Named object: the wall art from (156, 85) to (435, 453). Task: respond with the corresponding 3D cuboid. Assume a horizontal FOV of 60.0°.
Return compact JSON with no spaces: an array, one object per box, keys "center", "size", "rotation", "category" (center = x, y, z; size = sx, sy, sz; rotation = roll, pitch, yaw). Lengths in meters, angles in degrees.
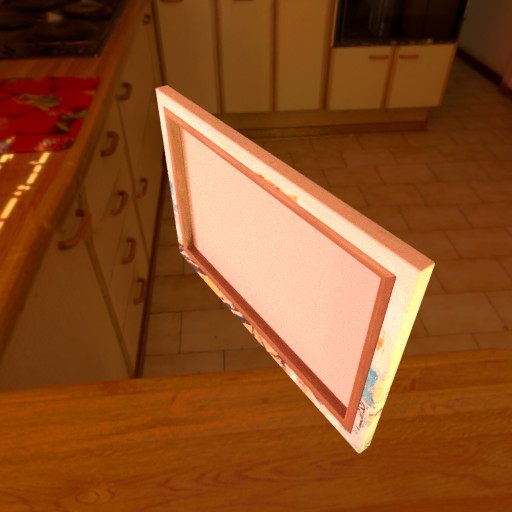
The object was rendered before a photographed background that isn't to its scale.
[{"center":[0.000,0.000,1.160],"size":[0.038,0.609,0.913],"rotation":[-25,47,-26],"category":"wall art"}]
